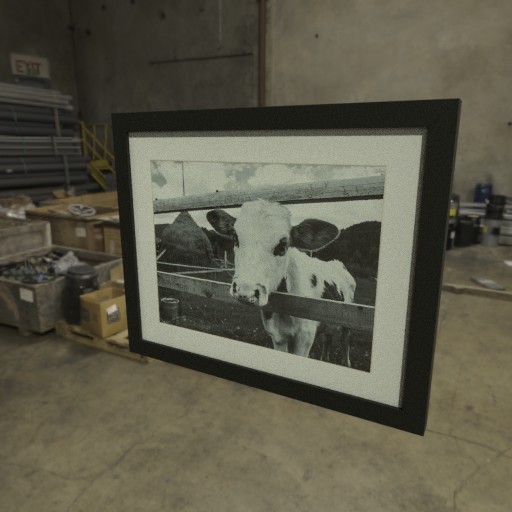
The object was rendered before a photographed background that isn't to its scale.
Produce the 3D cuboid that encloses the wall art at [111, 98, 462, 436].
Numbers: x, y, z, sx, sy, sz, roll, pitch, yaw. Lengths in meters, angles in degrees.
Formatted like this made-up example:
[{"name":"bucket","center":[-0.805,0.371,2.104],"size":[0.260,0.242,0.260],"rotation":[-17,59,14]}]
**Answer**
[{"name":"wall art","center":[0.000,0.000,0.518],"size":[0.404,0.329,0.024],"rotation":[8,16,27]}]
